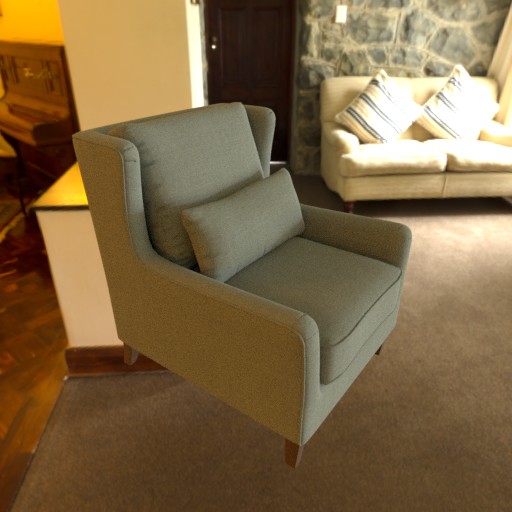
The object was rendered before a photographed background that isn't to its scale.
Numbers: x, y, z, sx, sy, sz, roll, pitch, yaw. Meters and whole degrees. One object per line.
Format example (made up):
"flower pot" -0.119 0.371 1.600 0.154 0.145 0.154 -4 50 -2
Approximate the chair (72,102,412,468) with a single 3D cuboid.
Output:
"chair" 0.000 0.000 1.789 1.040 1.056 0.866 19 33 32
